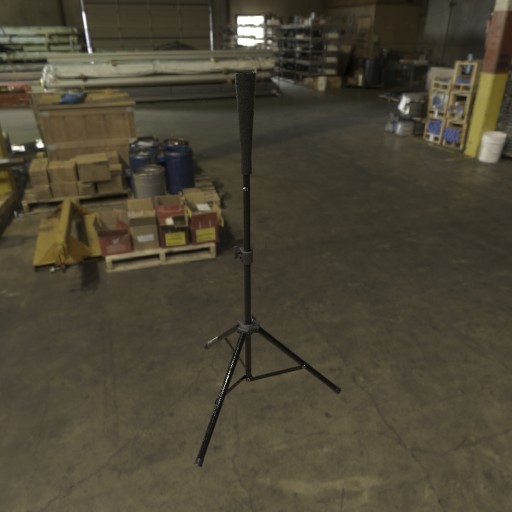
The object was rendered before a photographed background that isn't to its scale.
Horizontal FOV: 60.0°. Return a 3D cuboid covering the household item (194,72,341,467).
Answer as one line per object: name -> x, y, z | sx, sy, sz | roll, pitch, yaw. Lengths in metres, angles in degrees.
household item -> 0.000, 0.000, 1.382 | 0.559, 1.067, 0.559 | -8, 28, -16
